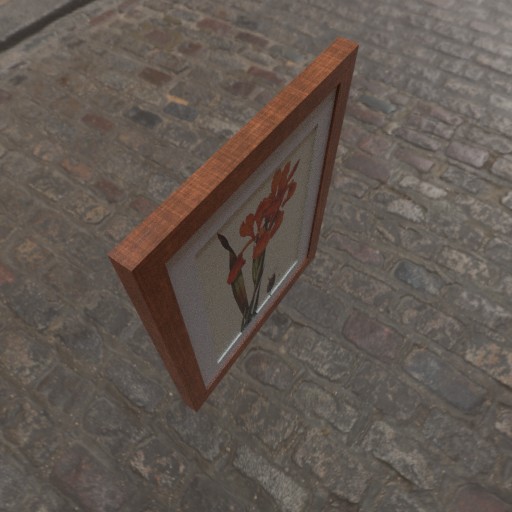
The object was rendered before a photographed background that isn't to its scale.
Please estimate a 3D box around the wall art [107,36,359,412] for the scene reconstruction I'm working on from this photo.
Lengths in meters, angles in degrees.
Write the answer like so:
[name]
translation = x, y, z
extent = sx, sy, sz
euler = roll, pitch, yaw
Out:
[wall art]
translation = 0.000, 0.000, 0.779
extent = 0.033, 0.567, 0.467
euler = 31, 62, 18
